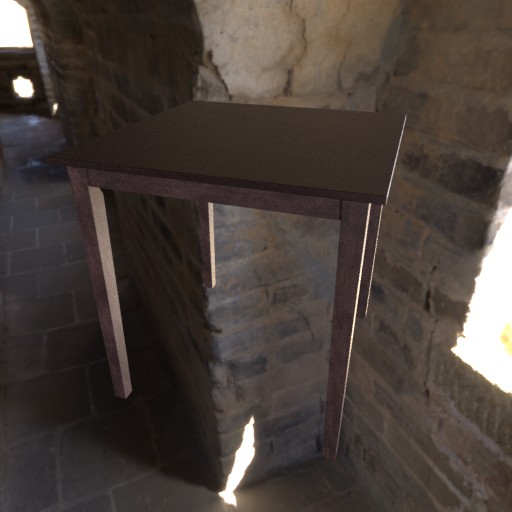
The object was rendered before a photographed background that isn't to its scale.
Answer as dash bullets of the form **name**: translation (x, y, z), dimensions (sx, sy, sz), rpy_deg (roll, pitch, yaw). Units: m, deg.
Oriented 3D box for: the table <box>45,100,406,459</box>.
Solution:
- **table**: translation (0.000, 0.000, 1.387), dimensions (0.749, 0.770, 0.749), rpy_deg (10, 30, 17)
